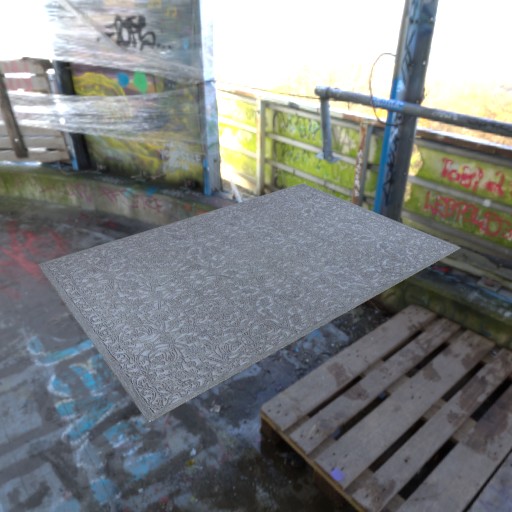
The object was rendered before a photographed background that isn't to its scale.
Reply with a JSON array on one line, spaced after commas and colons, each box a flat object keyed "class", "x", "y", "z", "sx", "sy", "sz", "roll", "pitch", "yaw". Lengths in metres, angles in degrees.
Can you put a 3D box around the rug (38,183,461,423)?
[{"class": "rug", "x": 0.000, "y": 0.000, "z": 2.299, "sx": 1.827, "sy": 0.006, "sz": 1.221, "roll": -22, "pitch": 36, "yaw": -32}]
